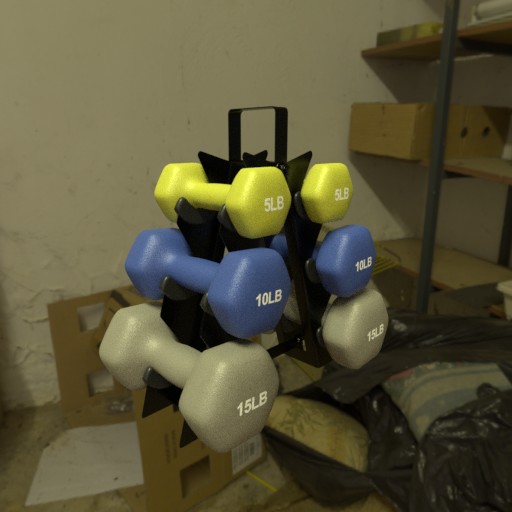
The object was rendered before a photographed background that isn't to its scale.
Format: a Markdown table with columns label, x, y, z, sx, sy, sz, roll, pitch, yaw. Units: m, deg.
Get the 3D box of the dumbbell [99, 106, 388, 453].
| label | x | y | z | sx | sy | sz | roll | pitch | yaw |
| --- | --- | --- | --- | --- | --- | --- | --- | --- | --- |
| dumbbell | 0.000 | 0.000 | 0.671 | 0.261 | 0.426 | 0.416 | 14 | 20 | 43 |
